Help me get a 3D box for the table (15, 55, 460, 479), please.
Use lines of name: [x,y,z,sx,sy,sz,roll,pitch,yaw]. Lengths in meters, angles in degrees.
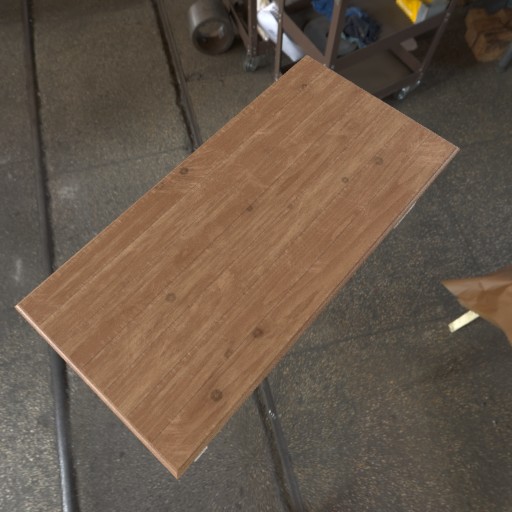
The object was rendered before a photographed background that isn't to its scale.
table: [0.000,0.000,1.356,0.559,0.458,1.118,39,71,16]
